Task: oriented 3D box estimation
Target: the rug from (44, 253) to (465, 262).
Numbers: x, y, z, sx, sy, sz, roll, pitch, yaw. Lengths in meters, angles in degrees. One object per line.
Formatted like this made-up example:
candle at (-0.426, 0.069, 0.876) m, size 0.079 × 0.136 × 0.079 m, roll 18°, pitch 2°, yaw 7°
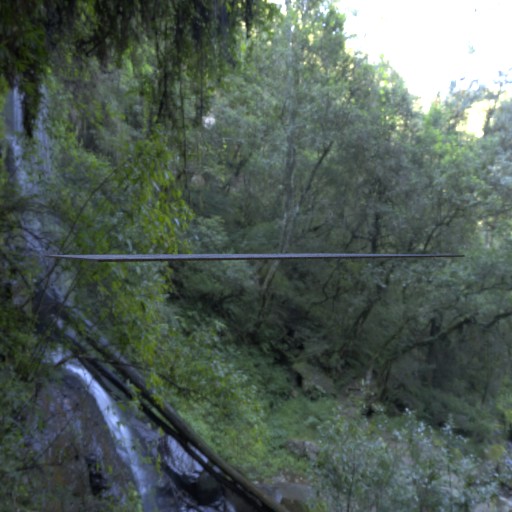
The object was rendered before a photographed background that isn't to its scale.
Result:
rug at (0.000, 0.000, 3.029) m, size 2.444 × 0.012 × 1.526 m, roll -1°, pitch 1°, yaw -33°
